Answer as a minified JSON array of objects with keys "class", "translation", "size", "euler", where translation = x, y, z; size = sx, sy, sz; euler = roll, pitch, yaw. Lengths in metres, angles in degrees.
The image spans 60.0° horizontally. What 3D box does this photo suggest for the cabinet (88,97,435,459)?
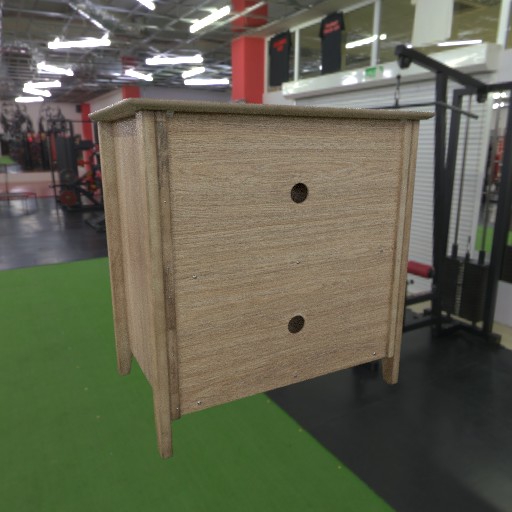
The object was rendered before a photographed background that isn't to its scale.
[{"class":"cabinet","translation":[0.000,0.000,1.243],"size":[0.763,0.762,0.503],"euler":[-7,16,-27]}]
